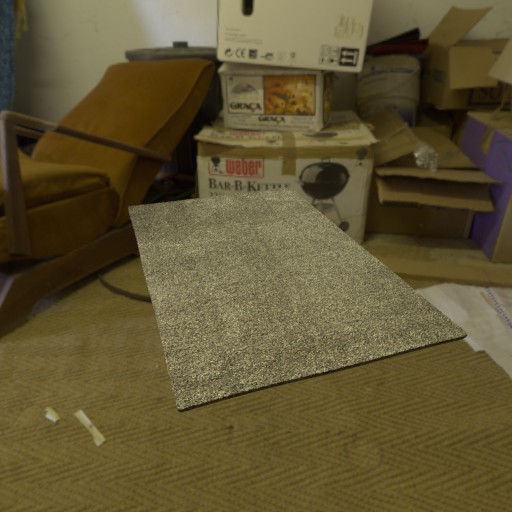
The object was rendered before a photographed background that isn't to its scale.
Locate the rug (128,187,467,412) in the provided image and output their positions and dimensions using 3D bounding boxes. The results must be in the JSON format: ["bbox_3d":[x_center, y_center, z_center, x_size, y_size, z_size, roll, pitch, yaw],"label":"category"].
[{"bbox_3d":[0.000,0.000,3.030,1.501,0.025,2.352,-9,30,-17],"label":"rug"}]
